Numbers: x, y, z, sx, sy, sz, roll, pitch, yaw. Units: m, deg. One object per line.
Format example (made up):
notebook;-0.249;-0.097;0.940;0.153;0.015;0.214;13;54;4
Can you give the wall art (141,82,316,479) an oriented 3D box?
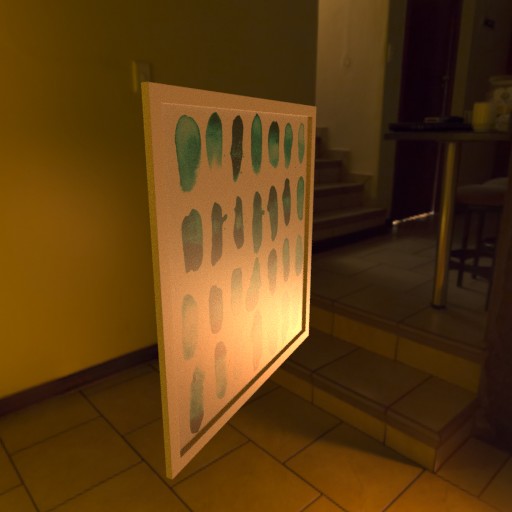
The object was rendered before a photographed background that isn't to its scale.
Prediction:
wall art;0.000;0.000;0.679;0.009;0.457;0.456;8;17;27
